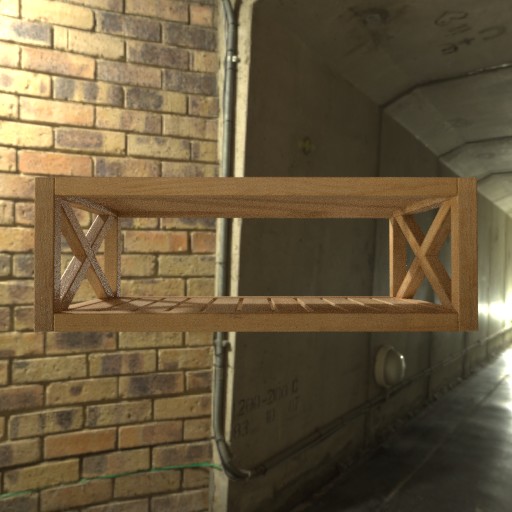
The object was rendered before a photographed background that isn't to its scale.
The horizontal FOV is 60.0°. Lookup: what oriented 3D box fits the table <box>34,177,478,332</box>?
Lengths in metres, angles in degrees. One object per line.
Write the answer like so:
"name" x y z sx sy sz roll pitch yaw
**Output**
"table" 0.000 0.000 1.635 1.321 0.457 0.660 0 -1 0
